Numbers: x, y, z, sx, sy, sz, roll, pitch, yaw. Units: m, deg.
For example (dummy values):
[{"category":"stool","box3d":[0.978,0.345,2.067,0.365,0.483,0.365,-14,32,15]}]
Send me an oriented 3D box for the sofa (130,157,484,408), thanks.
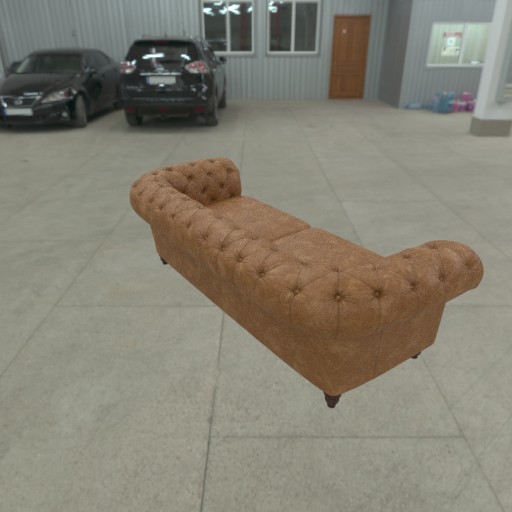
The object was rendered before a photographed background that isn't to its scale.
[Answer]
[{"category":"sofa","box3d":[0.000,0.000,2.790,0.989,0.760,2.365,-17,31,-31]}]
